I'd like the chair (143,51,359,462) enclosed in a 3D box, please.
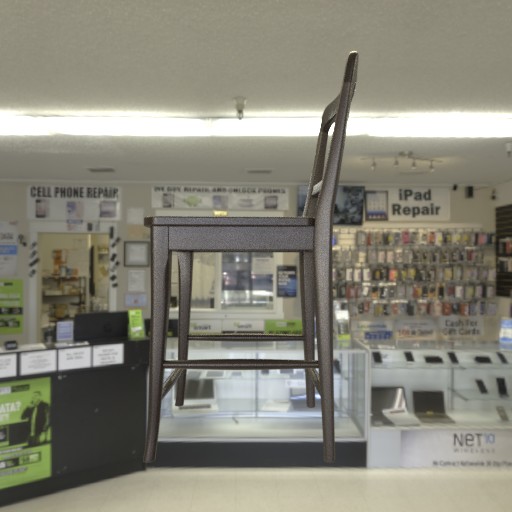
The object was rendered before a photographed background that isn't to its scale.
[{"bbox_3d":[0.000,0.000,1.270,0.546,0.991,0.450,0,0,0],"label":"chair"}]
